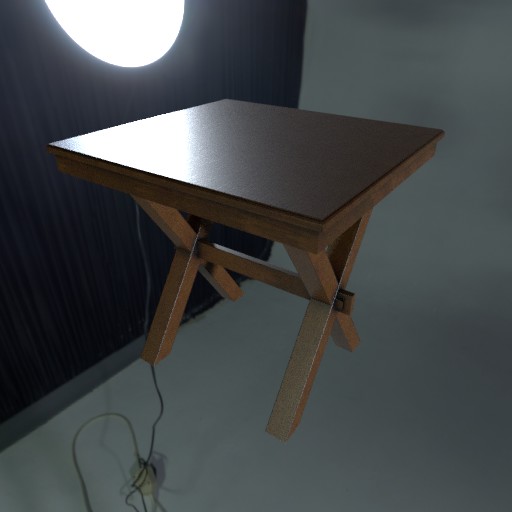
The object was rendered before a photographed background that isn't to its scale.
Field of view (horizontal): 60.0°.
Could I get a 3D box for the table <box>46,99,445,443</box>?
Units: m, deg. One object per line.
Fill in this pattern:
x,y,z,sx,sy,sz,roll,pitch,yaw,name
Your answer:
0.000,0.000,1.043,0.602,0.562,0.560,19,35,30,table
